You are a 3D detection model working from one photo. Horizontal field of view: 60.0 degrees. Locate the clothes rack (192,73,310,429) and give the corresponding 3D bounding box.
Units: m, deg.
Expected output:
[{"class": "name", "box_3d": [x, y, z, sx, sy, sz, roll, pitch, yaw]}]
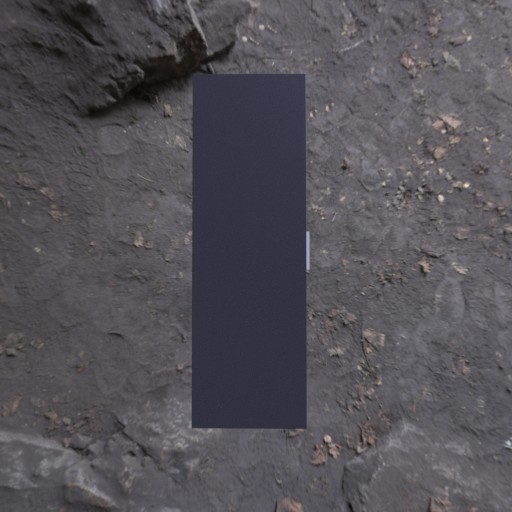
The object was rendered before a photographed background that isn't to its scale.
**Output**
[{"class": "clothes rack", "box_3d": [0.000, 0.000, 1.575, 0.250, 1.280, 0.750, 0, 89, 1]}]
